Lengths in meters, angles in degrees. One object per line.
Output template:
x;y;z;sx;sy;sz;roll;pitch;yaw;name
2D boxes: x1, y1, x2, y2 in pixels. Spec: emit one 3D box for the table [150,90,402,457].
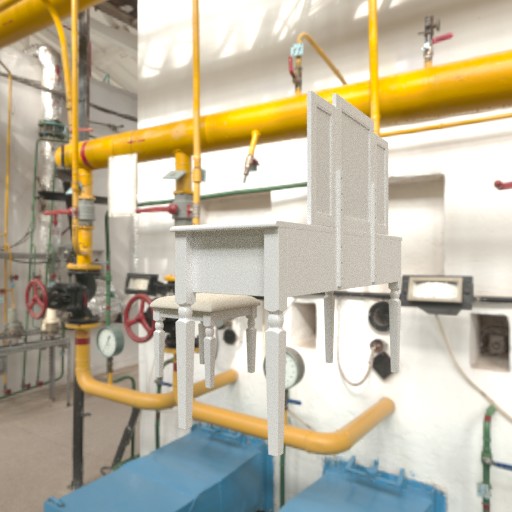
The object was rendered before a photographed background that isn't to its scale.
0.000;0.000;2.273;1.115;1.310;1.369;0;0;34;table
